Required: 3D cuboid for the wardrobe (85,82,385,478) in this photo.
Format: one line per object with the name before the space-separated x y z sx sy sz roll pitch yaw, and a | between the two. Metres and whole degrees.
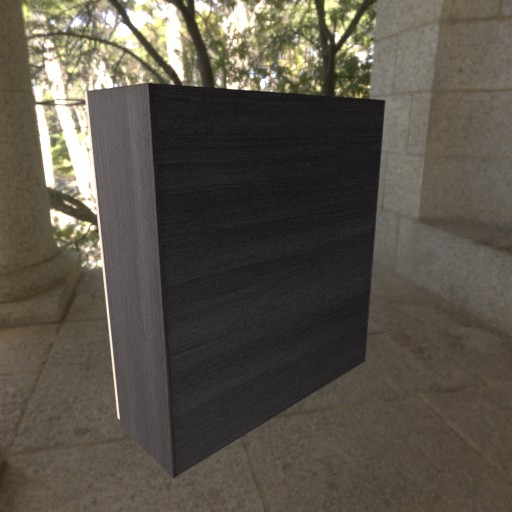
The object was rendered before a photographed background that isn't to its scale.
wardrobe | 0.000 0.000 2.868 1.780 1.960 0.629 -15 22 -41
